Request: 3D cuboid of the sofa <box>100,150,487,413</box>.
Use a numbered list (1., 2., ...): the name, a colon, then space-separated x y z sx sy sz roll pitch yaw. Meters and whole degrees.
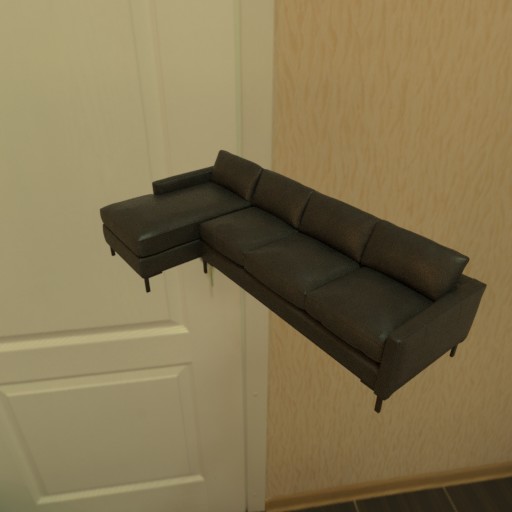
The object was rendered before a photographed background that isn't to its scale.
1. sofa: 0.000 0.000 3.586 1.471 0.859 2.993 -22 37 -32
